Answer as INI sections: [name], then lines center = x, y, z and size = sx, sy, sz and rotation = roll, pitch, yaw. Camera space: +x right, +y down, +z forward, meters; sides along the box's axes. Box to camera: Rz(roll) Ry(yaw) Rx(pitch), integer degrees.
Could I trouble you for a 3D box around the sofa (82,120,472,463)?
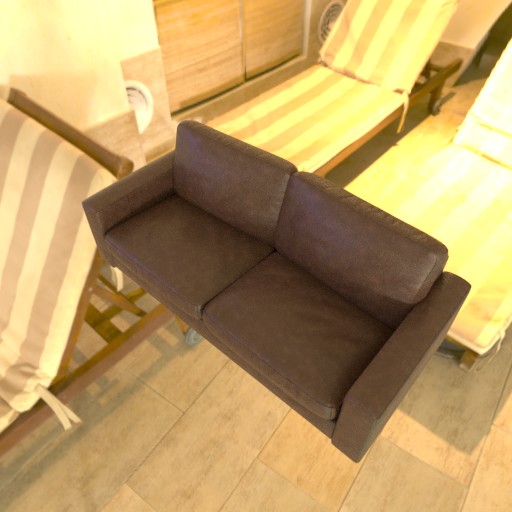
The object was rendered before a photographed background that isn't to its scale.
[sofa]
center = 0.000, 0.000, 2.669
size = 2.179, 0.873, 1.016
rotation = 32, 54, 27
